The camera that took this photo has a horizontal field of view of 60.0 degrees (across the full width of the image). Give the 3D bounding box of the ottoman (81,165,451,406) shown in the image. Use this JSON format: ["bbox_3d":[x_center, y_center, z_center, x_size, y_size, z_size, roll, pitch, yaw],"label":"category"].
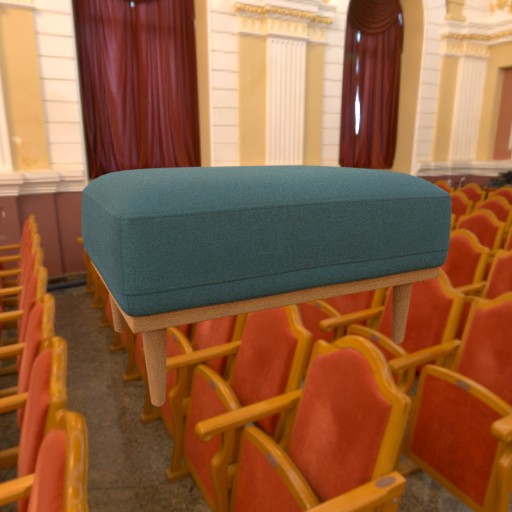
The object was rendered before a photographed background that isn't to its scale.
[{"bbox_3d":[0.000,0.000,1.089,0.749,0.428,0.549,-7,15,-26],"label":"ottoman"}]
